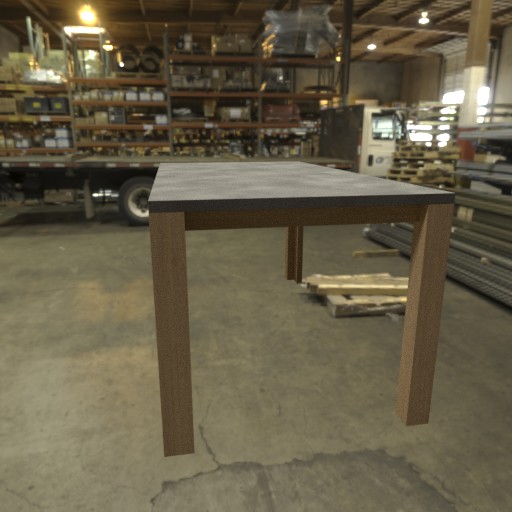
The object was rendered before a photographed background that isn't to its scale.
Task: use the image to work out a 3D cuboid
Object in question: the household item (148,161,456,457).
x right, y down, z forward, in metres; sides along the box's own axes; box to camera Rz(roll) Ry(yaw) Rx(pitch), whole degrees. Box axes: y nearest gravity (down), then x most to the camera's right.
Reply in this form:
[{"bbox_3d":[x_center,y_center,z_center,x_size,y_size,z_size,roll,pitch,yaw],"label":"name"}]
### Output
[{"bbox_3d":[0.000,0.000,2.038,0.850,0.755,1.600,-3,15,-10],"label":"household item"}]
